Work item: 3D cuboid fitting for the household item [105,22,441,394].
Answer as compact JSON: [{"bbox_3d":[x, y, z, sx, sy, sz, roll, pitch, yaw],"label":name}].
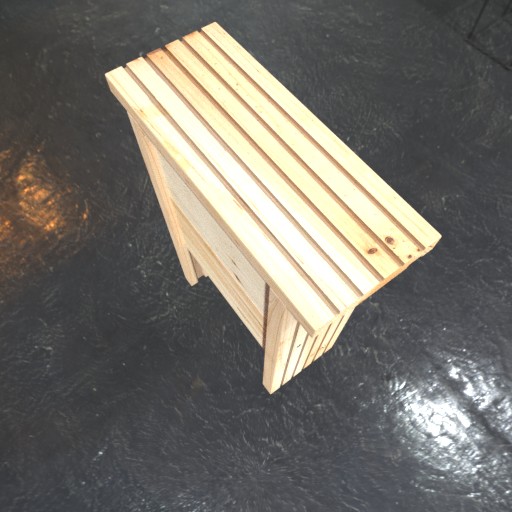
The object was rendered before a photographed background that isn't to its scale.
[{"bbox_3d":[0.000,0.000,0.549,0.123,0.407,0.301,-33,68,-15],"label":"household item"}]
